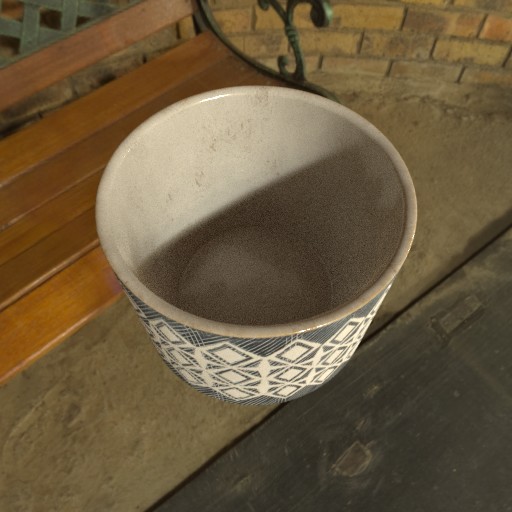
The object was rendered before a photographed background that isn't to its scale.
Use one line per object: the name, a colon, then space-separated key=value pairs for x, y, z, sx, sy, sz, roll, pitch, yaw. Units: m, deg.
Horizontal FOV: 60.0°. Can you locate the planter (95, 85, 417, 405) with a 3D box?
planter: x=0.000 y=0.000 z=0.221 sx=0.126 sy=0.104 sz=0.126 roll=0 pitch=58 yaw=0
